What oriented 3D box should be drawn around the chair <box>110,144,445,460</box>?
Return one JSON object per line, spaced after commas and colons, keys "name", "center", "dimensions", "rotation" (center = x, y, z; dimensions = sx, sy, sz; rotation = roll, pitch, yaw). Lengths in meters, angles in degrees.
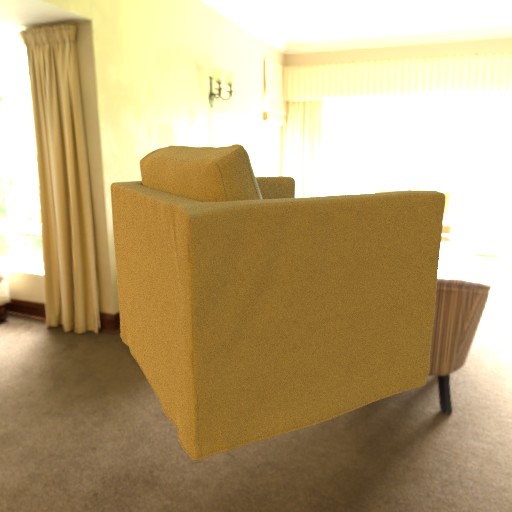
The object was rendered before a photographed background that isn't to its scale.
{"name": "chair", "center": [0.000, 0.000, 1.777], "dimensions": [0.949, 0.863, 1.057], "rotation": [-7, 15, -27]}
